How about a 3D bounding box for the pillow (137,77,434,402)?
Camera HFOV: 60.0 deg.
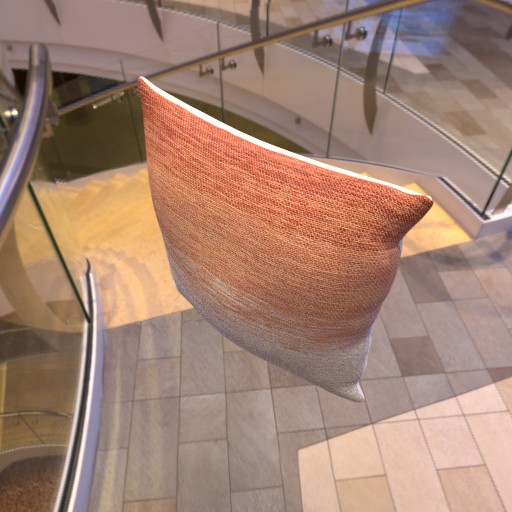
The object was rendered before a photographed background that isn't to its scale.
[{"bbox_3d":[0.000,0.000,0.674,0.440,0.441,0.182,29,52,26],"label":"pillow"}]
